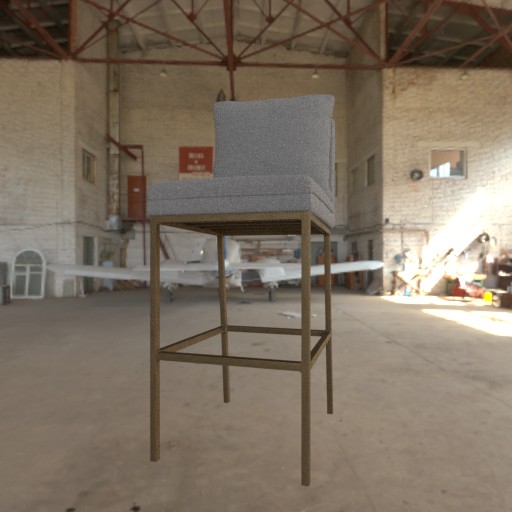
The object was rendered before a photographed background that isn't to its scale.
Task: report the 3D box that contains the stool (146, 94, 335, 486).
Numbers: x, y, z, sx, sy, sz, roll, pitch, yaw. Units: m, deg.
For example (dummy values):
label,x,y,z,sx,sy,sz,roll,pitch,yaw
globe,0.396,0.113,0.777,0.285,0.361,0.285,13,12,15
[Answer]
label,x,y,z,sx,sy,sz,roll,pitch,yaw
stool,0.000,0.000,1.411,0.463,1.132,0.569,0,0,18
